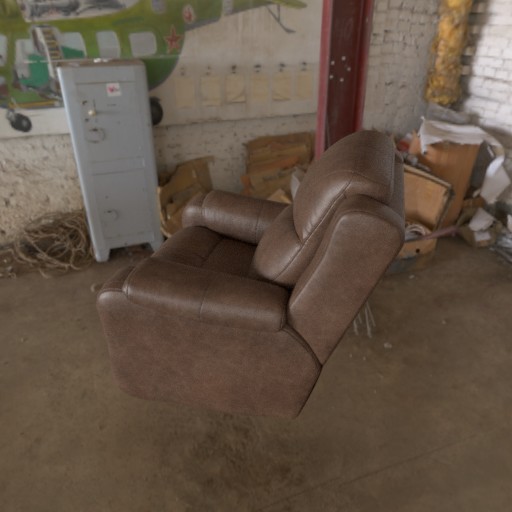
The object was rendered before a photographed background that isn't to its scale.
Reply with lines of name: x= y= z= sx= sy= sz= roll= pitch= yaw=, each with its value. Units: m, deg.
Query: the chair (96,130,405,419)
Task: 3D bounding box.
chair: x=0.000 y=0.000 z=1.829 sx=1.067 sy=0.990 sz=0.940 roll=8 pitch=31 yaw=14
